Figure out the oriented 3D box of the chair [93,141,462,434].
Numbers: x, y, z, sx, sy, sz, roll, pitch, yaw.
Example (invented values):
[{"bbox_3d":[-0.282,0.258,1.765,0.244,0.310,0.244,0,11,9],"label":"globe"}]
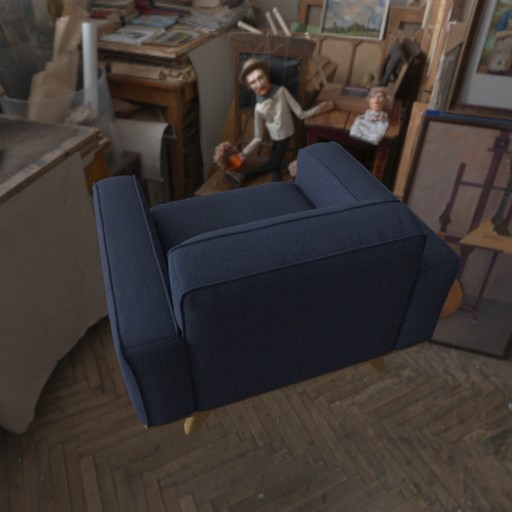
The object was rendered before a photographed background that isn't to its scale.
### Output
[{"bbox_3d":[0.000,0.000,1.723,1.118,0.783,0.953,-13,42,-15],"label":"chair"}]
